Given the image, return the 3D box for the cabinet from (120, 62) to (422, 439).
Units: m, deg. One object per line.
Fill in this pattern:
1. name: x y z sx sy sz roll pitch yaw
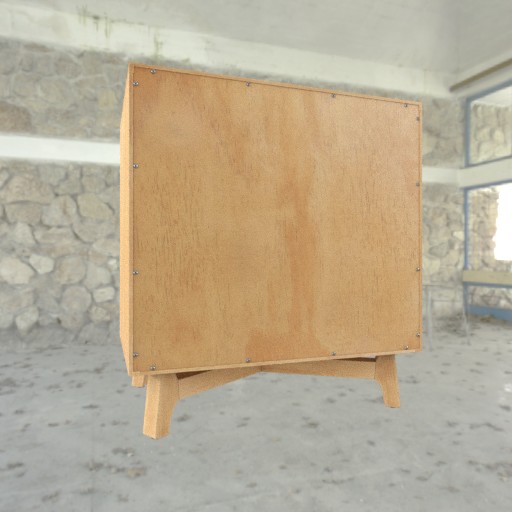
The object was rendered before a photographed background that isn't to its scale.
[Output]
1. cabinet: 0.000 0.000 0.960 0.551 0.599 0.394 0 0 -19
